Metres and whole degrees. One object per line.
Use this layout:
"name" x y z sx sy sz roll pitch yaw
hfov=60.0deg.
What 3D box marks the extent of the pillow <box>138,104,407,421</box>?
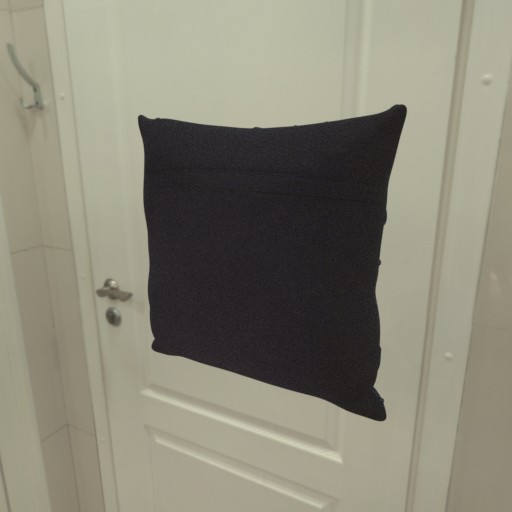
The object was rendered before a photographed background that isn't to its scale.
"pillow" 0.000 0.000 0.693 0.439 0.440 0.183 8 18 27
